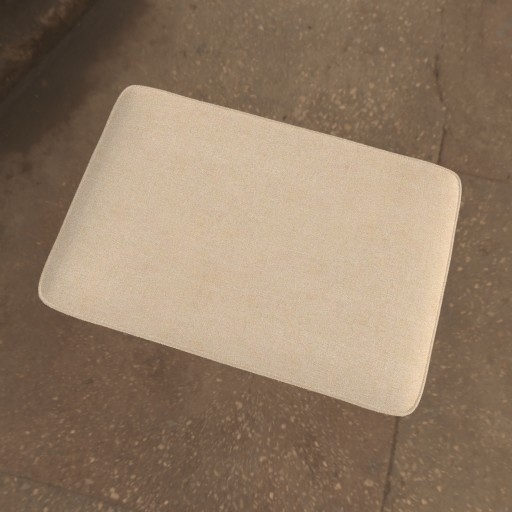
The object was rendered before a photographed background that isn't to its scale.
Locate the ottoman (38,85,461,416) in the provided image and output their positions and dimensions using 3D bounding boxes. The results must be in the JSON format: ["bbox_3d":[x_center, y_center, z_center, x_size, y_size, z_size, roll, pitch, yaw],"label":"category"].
[{"bbox_3d":[0.000,0.000,1.190,0.862,0.484,0.583,16,76,4],"label":"ottoman"}]
